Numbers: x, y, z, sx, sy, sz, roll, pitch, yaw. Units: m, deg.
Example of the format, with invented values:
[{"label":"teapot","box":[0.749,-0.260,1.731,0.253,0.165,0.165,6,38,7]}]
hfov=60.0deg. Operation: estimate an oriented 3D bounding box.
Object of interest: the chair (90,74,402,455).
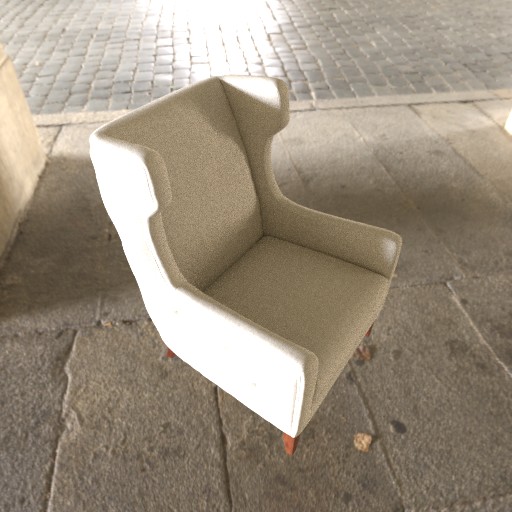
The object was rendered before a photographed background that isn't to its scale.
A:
[{"label":"chair","box":[0.000,0.000,1.687,0.899,1.079,0.778,25,48,25]}]
